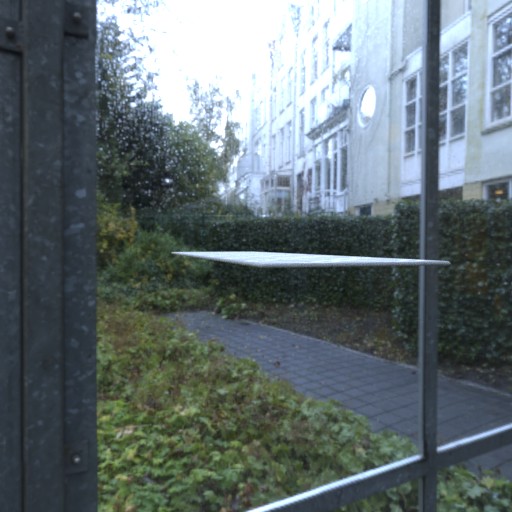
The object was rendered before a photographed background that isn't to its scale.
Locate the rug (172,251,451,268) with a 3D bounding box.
[{"bbox_3d":[0.000,0.000,2.491,0.678,0.014,2.276,0,1,-17],"label":"rug"}]
